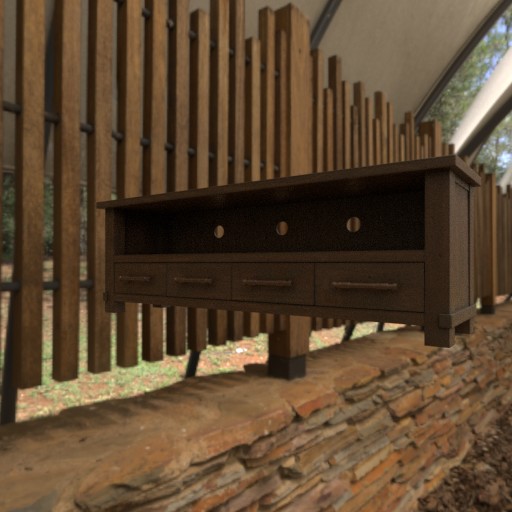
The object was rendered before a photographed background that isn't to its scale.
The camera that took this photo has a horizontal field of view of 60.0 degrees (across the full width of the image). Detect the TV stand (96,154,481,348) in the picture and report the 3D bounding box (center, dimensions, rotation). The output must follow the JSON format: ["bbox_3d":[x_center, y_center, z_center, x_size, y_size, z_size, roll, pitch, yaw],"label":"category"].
[{"bbox_3d":[0.000,0.000,2.108,1.866,0.615,0.471,-1,-1,36],"label":"TV stand"}]
